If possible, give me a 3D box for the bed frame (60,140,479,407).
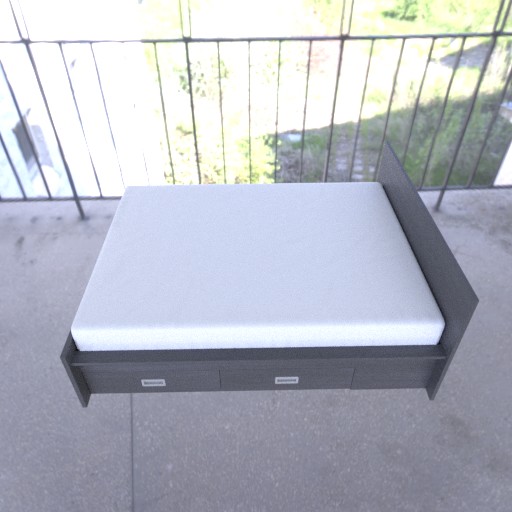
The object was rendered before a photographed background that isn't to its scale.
[{"bbox_3d":[0.000,0.000,2.841,1.960,0.800,1.622,-1,40,-1],"label":"bed frame"}]
